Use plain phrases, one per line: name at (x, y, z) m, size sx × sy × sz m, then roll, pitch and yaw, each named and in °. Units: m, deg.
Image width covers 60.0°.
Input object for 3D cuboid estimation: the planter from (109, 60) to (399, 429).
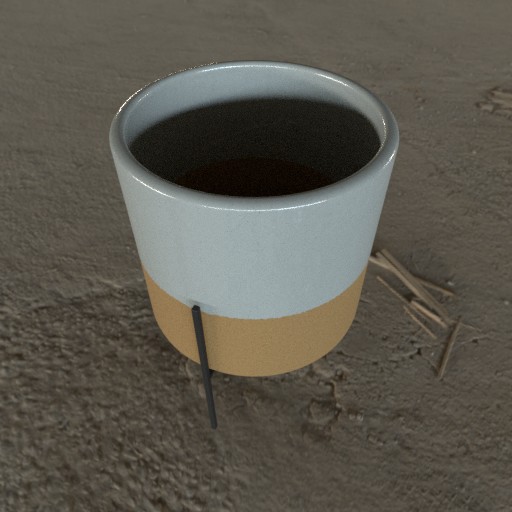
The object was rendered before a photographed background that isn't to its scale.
planter at (0.000, 0.000, 0.624) m, size 0.310 × 0.432 × 0.310 m, roll -16°, pitch 48°, yaw -15°
